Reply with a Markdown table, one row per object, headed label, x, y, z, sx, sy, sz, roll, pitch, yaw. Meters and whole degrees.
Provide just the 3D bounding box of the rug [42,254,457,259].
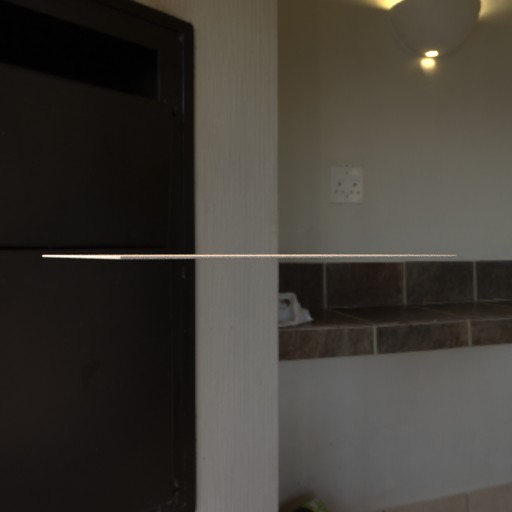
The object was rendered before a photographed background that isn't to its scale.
| label | x | y | z | sx | sy | sz | roll | pitch | yaw |
| --- | --- | --- | --- | --- | --- | --- | --- | --- | --- |
| rug | 0.000 | 0.000 | 3.052 | 2.441 | 0.014 | 1.531 | 0 | 0 | -36 |
